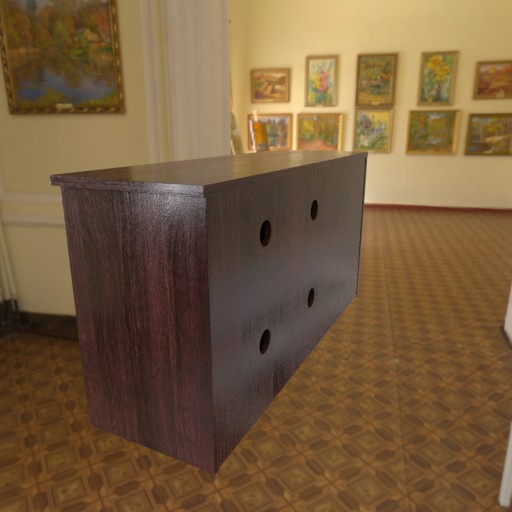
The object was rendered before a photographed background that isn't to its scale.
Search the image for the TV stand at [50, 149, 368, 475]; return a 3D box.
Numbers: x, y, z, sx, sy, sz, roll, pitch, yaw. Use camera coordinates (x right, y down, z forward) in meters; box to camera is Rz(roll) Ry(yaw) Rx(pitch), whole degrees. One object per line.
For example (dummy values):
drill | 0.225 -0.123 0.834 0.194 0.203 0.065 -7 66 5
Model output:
TV stand | 0.000 0.000 1.442 0.404 0.614 1.192 8 18 26
